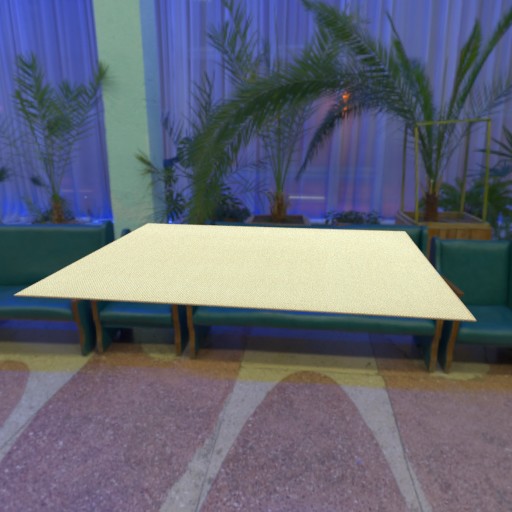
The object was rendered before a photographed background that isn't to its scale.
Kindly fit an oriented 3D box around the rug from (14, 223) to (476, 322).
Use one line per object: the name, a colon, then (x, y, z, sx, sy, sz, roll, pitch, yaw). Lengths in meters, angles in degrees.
rug: (0.000, 0.000, 4.031, 3.039, 0.018, 2.462, 2, 16, 8)
